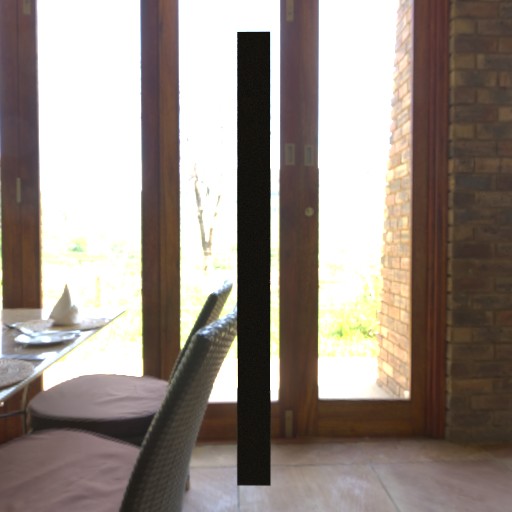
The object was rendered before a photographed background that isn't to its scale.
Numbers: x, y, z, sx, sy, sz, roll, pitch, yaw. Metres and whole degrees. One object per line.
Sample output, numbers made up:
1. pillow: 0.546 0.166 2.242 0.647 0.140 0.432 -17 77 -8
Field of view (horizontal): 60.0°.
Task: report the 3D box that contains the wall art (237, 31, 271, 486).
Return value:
1. wall art: 0.000 0.000 0.749 0.038 0.508 0.508 0 1 1
